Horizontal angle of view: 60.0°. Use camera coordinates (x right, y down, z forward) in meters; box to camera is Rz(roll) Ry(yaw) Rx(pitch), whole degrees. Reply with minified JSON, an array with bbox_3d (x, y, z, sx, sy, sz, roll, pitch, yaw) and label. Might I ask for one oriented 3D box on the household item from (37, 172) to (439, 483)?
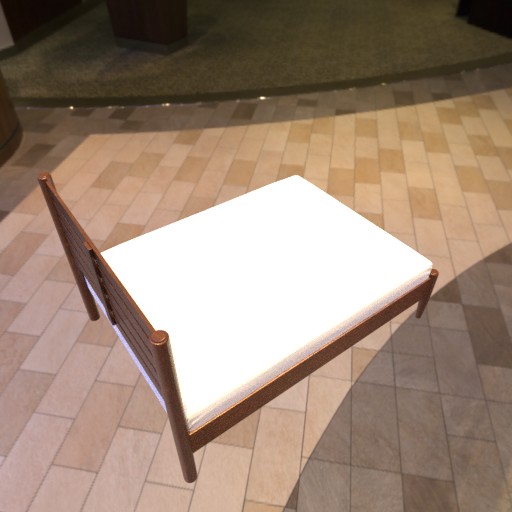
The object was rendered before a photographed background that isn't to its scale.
[{"bbox_3d":[0.000,0.000,3.223,2.232,1.356,1.663,-26,47,-26],"label":"household item"}]
